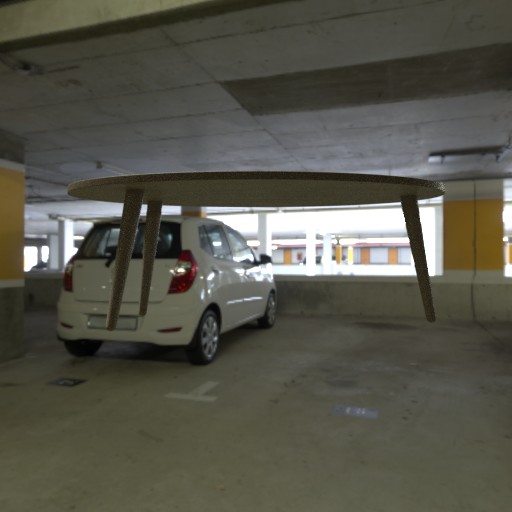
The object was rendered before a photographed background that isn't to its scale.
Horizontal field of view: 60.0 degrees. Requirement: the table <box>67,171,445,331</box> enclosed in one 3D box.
[{"bbox_3d":[0.000,0.000,1.298,1.083,0.390,0.542,0,-1,0],"label":"table"}]
